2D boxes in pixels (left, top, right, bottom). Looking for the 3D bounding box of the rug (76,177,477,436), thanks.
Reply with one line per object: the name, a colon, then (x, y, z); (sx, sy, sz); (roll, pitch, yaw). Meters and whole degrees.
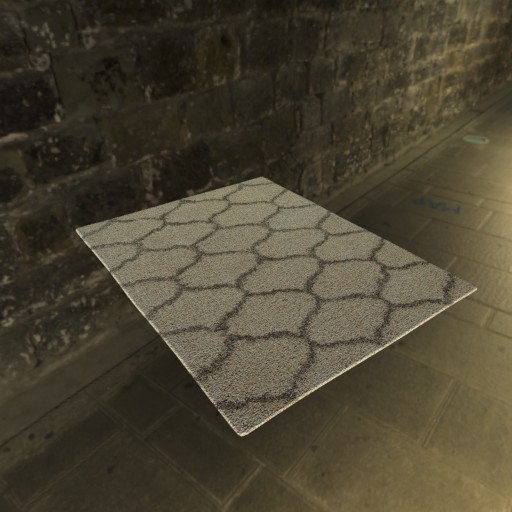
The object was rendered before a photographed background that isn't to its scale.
rug: (0.000, 0.000, 4.108); (2.399, 0.026, 3.000); (-21, 38, -30)
